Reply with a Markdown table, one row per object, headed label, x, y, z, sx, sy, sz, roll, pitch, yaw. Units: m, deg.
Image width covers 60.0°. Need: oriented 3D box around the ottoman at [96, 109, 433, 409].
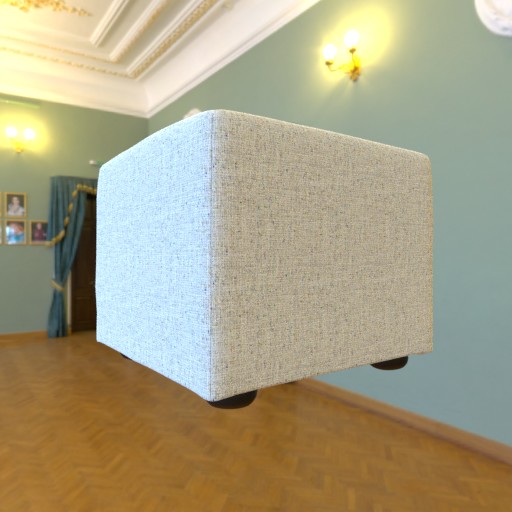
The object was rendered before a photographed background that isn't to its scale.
| label | x | y | z | sx | sy | sz | roll | pitch | yaw |
| --- | --- | --- | --- | --- | --- | --- | --- | --- | --- |
| ottoman | 0.000 | 0.000 | 0.927 | 0.521 | 0.453 | 0.512 | 0 | 0 | -36 |
